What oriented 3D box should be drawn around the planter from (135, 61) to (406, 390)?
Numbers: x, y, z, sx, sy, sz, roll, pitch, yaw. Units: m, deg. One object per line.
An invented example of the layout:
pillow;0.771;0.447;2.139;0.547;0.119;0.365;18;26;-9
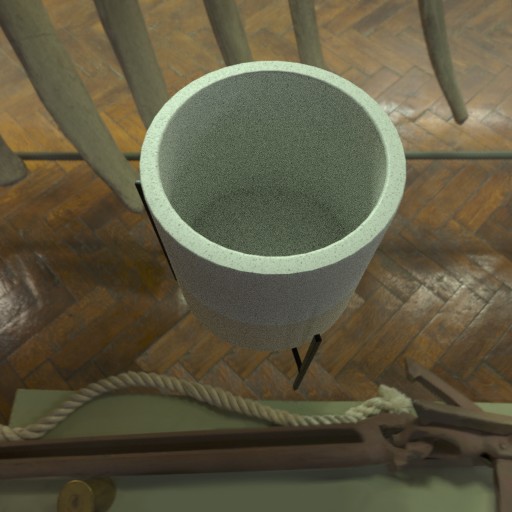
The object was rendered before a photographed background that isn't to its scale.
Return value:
planter;0.000;0.000;0.548;0.267;0.362;0.263;1;64;0
